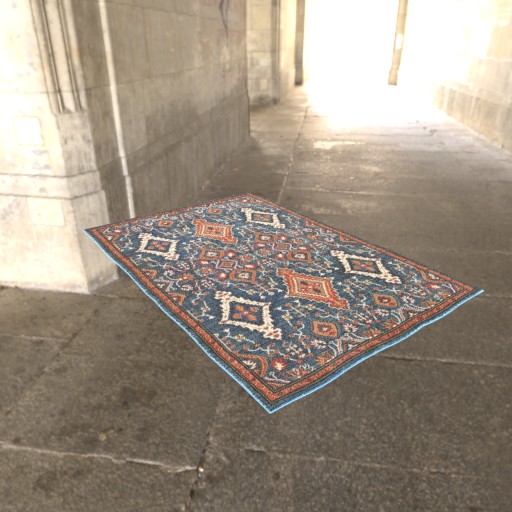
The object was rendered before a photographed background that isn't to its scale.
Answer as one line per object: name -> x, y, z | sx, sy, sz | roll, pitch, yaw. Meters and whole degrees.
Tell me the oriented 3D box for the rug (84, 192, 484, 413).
rug -> 0.000, 0.000, 3.027 | 1.622, 0.009, 2.373 | -18, 31, -32
